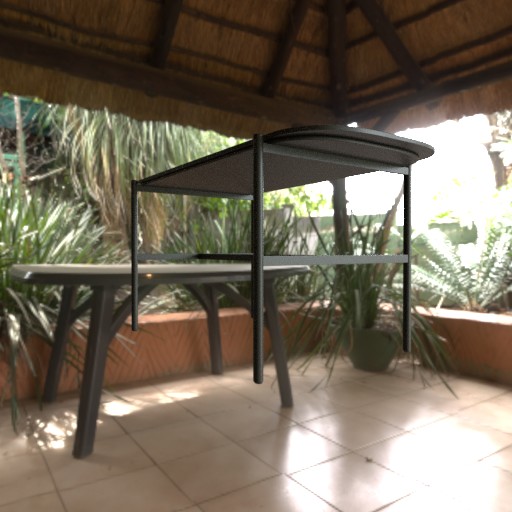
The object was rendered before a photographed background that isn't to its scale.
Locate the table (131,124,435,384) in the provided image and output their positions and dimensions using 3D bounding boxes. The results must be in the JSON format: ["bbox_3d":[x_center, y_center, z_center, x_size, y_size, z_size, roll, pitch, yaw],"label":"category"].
[{"bbox_3d":[0.000,0.000,1.048,0.400,0.400,0.800,0,1,-35],"label":"table"}]
